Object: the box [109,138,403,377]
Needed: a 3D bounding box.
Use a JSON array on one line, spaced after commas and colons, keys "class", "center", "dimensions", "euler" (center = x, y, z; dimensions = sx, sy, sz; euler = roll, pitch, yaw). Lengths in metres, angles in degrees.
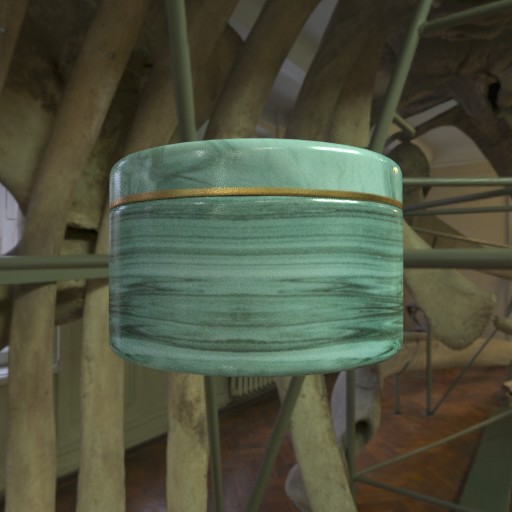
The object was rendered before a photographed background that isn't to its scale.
[{"class": "box", "center": [0.000, 0.000, 0.161], "dimensions": [0.101, 0.063, 0.101], "euler": [0, -1, 0]}]
